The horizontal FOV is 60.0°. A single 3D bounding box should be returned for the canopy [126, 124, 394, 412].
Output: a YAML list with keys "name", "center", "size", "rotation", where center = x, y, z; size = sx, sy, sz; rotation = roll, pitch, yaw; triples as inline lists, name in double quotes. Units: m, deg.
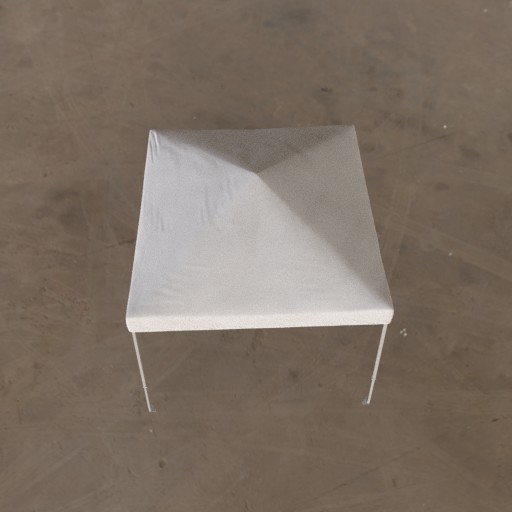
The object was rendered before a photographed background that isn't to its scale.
- name: "canopy"
  center: [0.000, 0.000, 5.246]
  size: [2.848, 2.849, 2.849]
  rotation: [-2, 58, -1]
